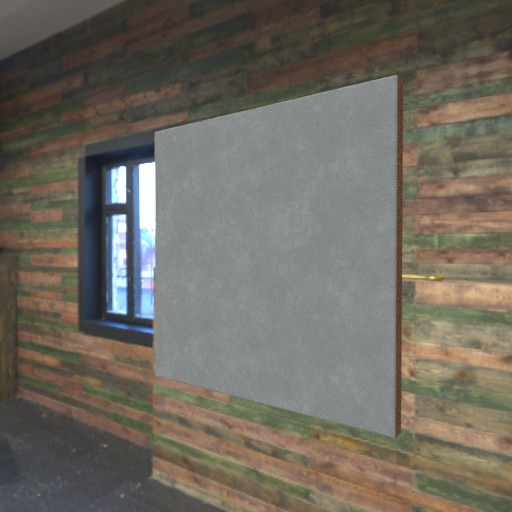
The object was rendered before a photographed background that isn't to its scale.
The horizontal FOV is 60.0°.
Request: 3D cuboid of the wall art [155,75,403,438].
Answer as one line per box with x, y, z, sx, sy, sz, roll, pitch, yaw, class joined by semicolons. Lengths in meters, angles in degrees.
0.000;0.000;0.465;0.303;0.303;0.015;1;1;37;wall art
